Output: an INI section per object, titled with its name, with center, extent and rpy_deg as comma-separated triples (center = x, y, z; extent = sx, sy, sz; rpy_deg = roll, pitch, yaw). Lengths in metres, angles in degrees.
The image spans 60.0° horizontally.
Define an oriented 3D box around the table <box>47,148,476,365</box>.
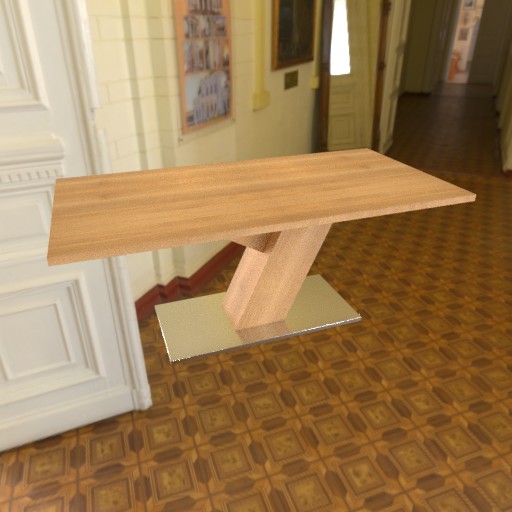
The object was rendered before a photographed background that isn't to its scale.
[table]
center = 0.000, 0.000, 2.286
extent = 1.800, 0.750, 0.900
rpy_deg = -10, 29, -18
